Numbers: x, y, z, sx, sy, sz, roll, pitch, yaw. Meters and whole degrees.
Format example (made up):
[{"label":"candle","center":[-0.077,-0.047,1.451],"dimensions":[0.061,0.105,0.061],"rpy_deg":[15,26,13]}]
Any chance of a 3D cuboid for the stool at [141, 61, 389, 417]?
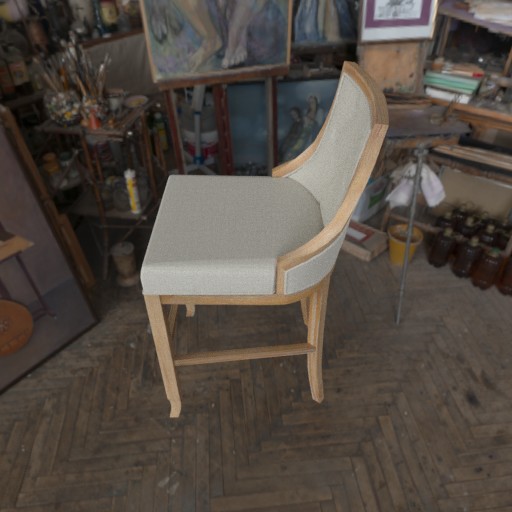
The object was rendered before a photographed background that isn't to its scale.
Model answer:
[{"label":"stool","center":[0.000,0.000,1.460],"dimensions":[0.626,1.101,0.524],"rpy_deg":[0,40,0]}]
